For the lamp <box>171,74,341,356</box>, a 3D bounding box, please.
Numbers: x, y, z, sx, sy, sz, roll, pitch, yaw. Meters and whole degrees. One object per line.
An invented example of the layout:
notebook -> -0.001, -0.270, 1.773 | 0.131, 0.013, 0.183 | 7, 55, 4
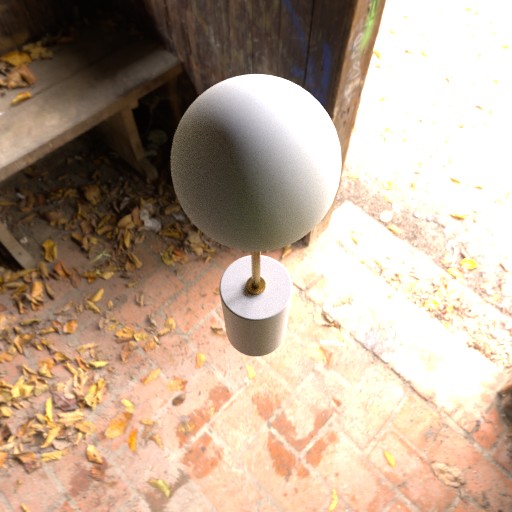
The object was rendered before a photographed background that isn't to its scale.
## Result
lamp -> 0.000, 0.000, 0.545 | 0.153, 0.480, 0.153 | 0, 60, 0
